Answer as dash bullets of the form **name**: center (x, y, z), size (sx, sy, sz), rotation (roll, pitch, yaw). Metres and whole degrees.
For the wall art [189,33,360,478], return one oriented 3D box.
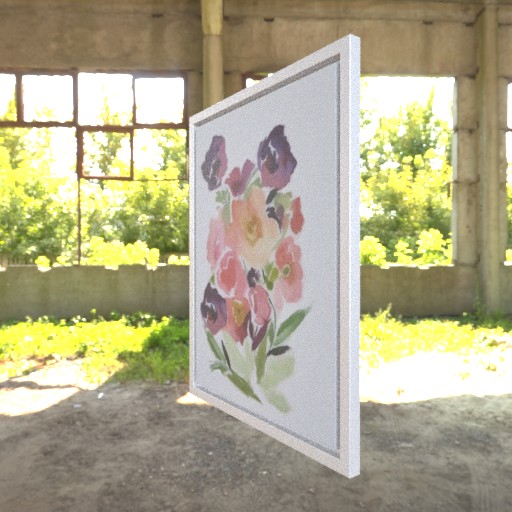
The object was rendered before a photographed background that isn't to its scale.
- **wall art**: center (0.000, 0.000, 1.386), size (0.042, 1.056, 0.805), rotation (0, 0, -36)
